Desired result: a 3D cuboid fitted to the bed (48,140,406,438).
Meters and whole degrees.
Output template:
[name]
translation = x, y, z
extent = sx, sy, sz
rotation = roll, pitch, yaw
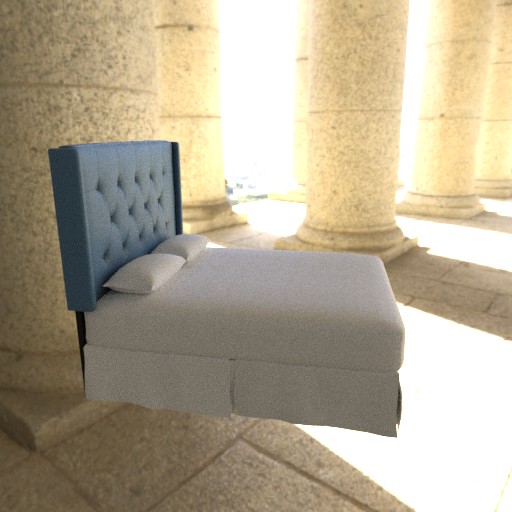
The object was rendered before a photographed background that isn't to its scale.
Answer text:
[bed]
translation = 0.000, 0.000, 3.340
extent = 2.078, 1.665, 1.719
rotation = 3, 16, 10
